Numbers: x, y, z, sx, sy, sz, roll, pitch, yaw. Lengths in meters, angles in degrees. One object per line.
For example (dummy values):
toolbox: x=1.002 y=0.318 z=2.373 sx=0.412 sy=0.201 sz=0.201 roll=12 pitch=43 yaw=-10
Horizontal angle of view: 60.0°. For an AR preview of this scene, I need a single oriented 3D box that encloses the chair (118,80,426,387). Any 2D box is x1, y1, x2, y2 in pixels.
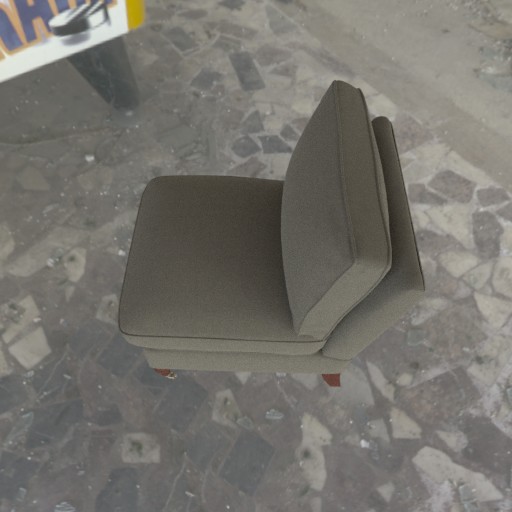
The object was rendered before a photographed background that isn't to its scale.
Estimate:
chair: x=0.000 y=0.000 z=1.668 sx=0.924 sy=1.045 sz=0.724 roll=1 pitch=58 yaw=1
